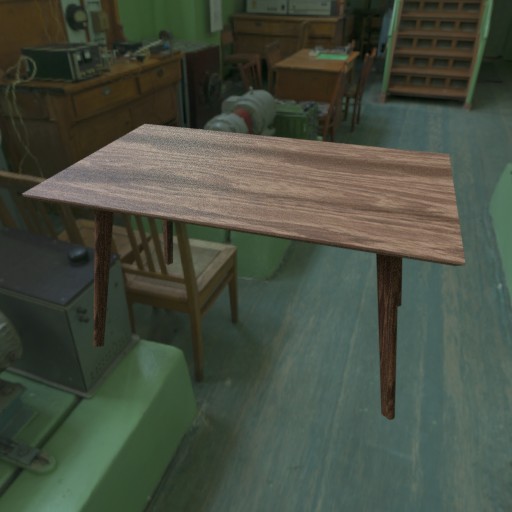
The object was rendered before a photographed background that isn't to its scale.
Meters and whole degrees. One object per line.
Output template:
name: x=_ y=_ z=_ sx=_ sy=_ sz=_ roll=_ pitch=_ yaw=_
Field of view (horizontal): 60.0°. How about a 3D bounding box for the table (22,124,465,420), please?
table: x=0.000 y=0.000 z=1.796 sx=1.349 sy=0.724 sz=0.801 roll=10 pitch=34 yaw=14
